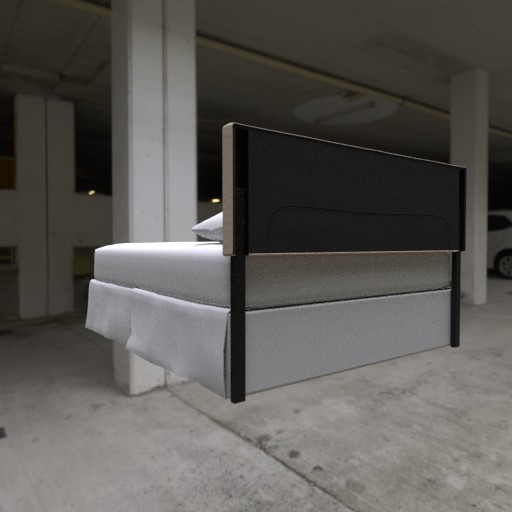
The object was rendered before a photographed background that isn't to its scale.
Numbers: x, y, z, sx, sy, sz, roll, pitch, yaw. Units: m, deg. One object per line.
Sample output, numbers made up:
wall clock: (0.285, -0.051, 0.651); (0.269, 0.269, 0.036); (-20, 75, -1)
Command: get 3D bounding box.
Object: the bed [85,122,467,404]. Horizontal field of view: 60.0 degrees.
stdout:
bed: (0.000, 0.000, 2.799); (1.616, 1.016, 1.876); (-1, 2, -36)
